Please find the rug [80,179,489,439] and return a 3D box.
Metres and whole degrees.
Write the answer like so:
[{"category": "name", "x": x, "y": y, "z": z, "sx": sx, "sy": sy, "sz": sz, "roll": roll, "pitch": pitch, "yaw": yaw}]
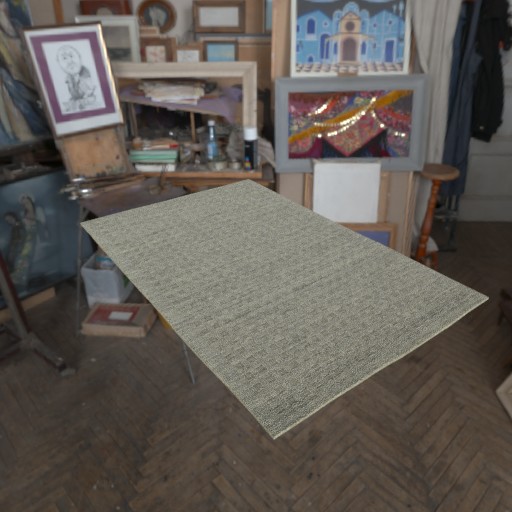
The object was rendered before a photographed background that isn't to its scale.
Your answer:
[{"category": "rug", "x": 0.000, "y": 0.000, "z": 2.859, "sx": 1.532, "sy": 0.018, "sz": 2.297, "roll": -20, "pitch": 36, "yaw": -31}]
